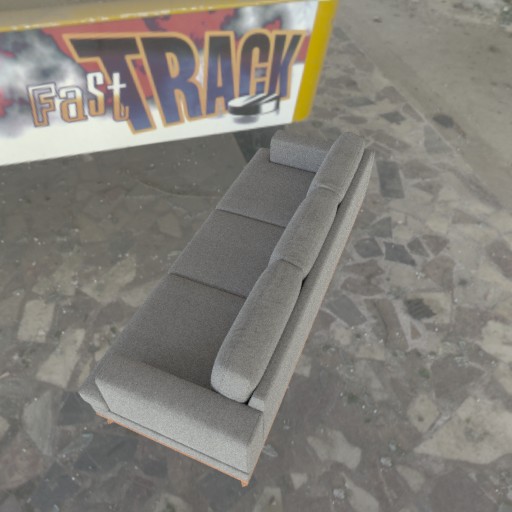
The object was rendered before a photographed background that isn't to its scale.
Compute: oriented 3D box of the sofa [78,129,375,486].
[{"bbox_3d":[0.000,0.000,2.731,0.920,0.810,2.310,17,49,16],"label":"sofa"}]
